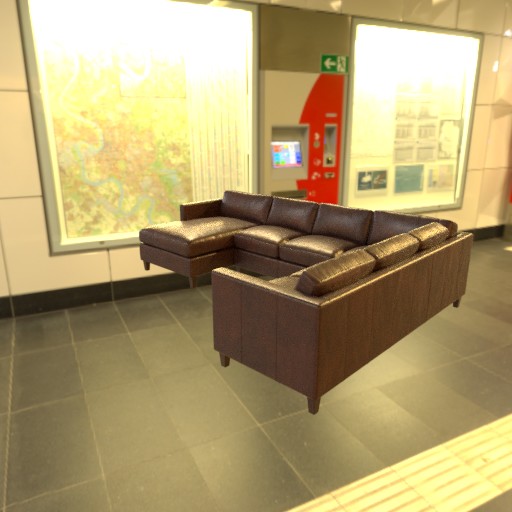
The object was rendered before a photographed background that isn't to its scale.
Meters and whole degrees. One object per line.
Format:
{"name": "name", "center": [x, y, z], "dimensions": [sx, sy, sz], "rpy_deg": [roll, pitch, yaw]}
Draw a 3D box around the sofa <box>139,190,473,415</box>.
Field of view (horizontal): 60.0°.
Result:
{"name": "sofa", "center": [0.000, 0.000, 4.490], "dimensions": [3.324, 0.891, 2.452], "rpy_deg": [15, 22, 42]}
